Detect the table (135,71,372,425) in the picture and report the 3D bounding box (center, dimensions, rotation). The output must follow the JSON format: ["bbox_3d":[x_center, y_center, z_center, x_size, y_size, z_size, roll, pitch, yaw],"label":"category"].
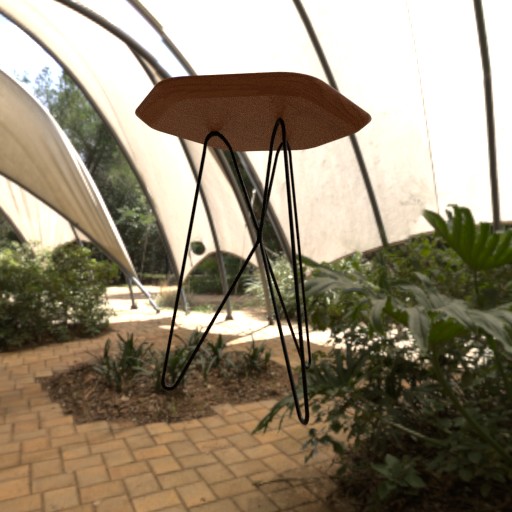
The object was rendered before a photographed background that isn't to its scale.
[{"bbox_3d":[0.000,0.000,0.903,0.400,0.562,0.500,1,1,34],"label":"table"}]
